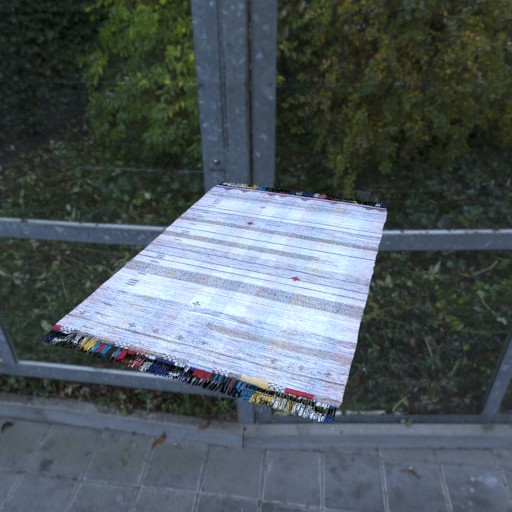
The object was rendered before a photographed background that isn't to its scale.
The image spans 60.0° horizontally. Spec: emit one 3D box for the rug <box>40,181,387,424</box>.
[{"bbox_3d":[0.000,0.000,2.347,1.217,0.012,1.848,11,33,17],"label":"rug"}]
